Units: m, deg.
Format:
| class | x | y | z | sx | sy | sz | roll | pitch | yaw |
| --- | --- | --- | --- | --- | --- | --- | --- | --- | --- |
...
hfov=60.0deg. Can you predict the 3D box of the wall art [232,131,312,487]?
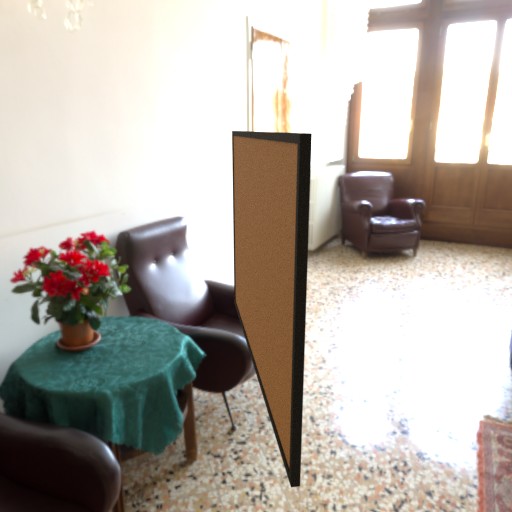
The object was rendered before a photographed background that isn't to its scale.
| class | x | y | z | sx | sy | sz | roll | pitch | yaw |
| --- | --- | --- | --- | --- | --- | --- | --- | --- | --- |
| wall art | 0.000 | 0.000 | 0.848 | 0.013 | 0.458 | 0.664 | -3 | 16 | -9 |
